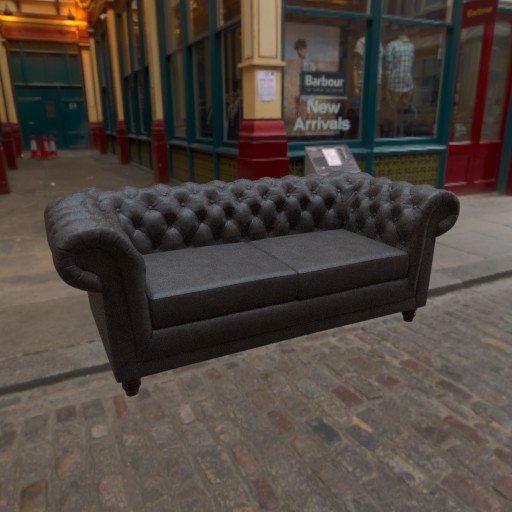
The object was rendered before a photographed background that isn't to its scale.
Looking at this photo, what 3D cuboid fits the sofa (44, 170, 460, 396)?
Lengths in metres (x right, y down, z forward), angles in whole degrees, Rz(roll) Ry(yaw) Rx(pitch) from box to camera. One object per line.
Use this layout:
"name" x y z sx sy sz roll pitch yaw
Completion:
"sofa" 0.000 0.000 2.447 2.048 0.779 0.944 -9 20 -25
